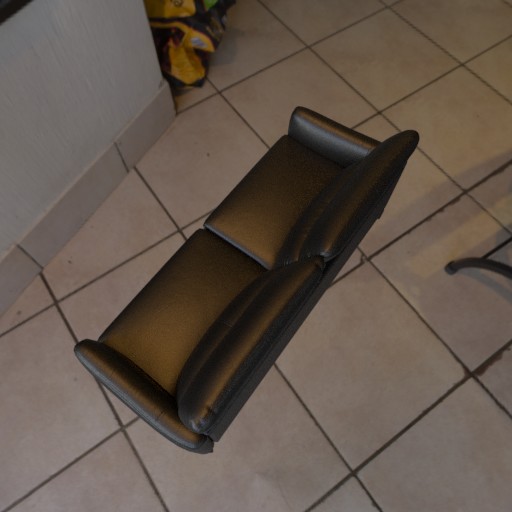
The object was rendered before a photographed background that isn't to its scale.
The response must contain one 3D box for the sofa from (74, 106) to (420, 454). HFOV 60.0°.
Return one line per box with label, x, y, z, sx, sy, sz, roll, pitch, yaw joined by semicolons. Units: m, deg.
sofa;0.000;0.000;2.532;0.856;0.957;2.069;33;69;15
